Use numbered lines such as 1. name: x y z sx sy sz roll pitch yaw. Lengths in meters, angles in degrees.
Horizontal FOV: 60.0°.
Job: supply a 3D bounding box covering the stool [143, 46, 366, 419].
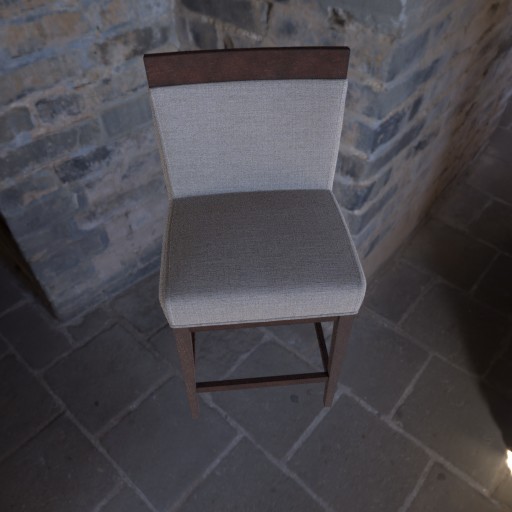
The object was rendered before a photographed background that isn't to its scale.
1. stool: 0.000 0.000 1.307 0.512 1.009 0.531 -4 47 -4
